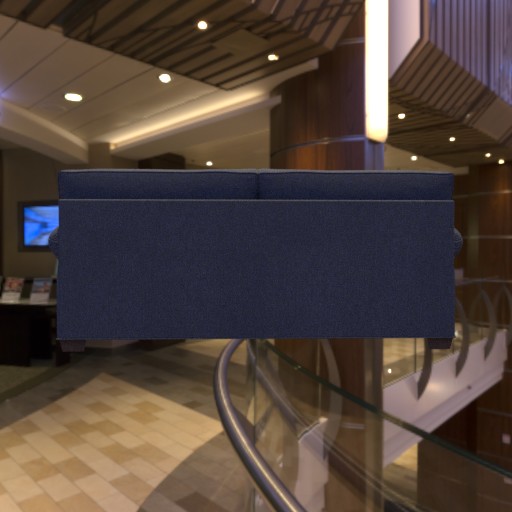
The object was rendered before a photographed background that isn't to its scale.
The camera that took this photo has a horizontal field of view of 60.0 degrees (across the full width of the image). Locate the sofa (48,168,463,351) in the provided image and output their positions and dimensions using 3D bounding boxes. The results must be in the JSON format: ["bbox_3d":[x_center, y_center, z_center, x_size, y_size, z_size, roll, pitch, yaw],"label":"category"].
[{"bbox_3d":[0.000,0.000,2.881,2.391,1.026,0.954,0,1,-2],"label":"sofa"}]
